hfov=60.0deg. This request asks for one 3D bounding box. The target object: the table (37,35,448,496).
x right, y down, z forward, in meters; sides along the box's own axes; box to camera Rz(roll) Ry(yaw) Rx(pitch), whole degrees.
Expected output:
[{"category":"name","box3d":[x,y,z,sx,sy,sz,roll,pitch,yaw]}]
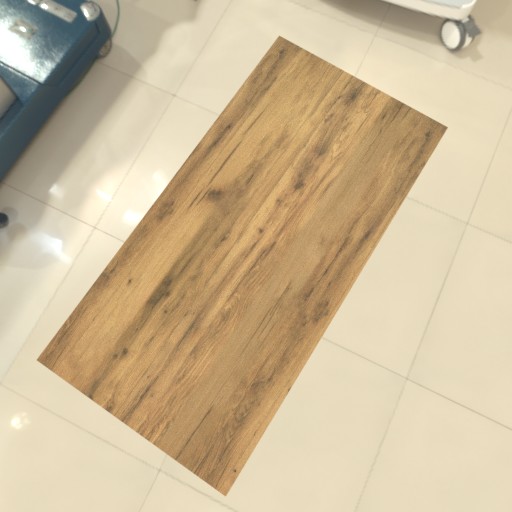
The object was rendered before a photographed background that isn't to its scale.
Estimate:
[{"category":"table","box3d":[0.000,0.000,2.456,1.000,0.770,2.000,32,78,8]}]
